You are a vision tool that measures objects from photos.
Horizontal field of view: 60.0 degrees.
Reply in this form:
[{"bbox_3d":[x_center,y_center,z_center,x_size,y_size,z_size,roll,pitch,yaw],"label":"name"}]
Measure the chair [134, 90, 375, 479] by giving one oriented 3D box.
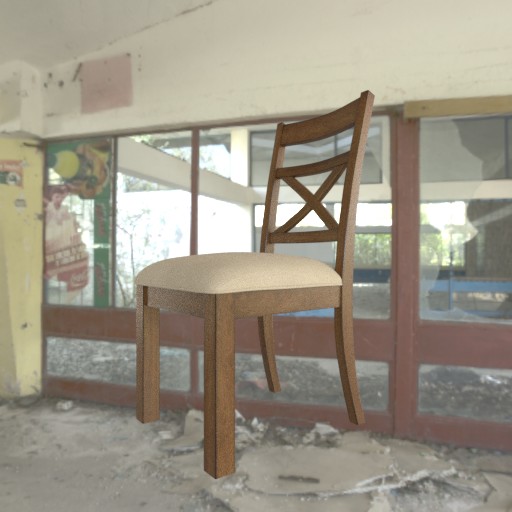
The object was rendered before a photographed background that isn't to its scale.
[{"bbox_3d":[0.000,0.000,1.280,0.581,0.949,0.461,0,0,-37],"label":"chair"}]
